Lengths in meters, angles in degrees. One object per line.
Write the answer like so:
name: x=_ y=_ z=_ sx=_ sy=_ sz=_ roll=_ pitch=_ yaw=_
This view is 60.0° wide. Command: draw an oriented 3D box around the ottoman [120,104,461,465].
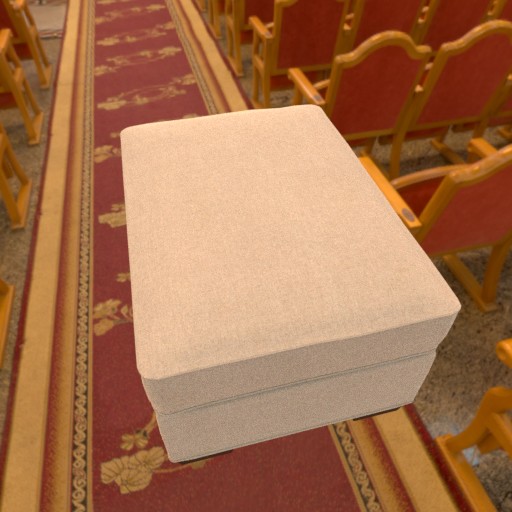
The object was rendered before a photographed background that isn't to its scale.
ottoman: x=0.000 y=0.000 z=1.206 sx=0.617 sy=0.503 sz=0.846 roll=-10 pitch=47 yaw=-10
